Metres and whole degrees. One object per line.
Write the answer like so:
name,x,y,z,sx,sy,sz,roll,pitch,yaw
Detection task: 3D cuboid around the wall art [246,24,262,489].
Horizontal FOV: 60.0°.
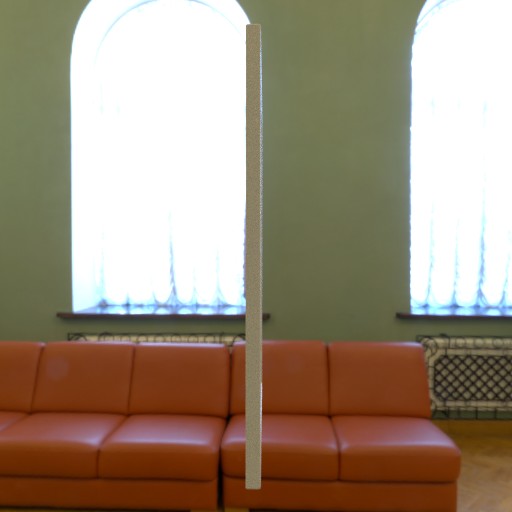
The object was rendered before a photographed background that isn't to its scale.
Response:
wall art,0.000,0.000,1.050,0.026,0.813,0.556,0,1,1
